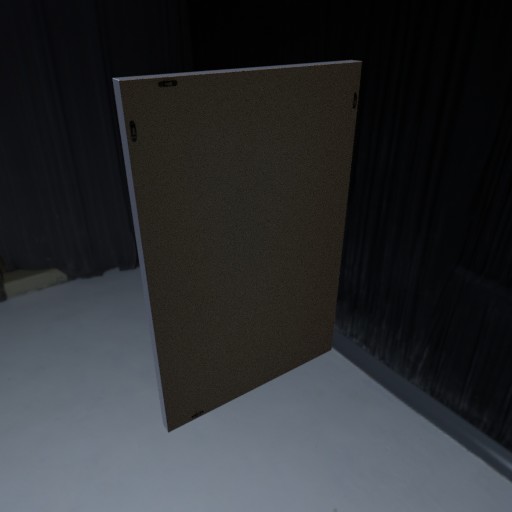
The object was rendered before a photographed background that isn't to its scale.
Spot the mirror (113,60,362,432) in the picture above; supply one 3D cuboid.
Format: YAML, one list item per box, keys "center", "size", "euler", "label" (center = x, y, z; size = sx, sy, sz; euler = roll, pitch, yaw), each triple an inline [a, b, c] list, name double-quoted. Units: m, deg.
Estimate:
- center: [0.000, 0.000, 1.168]
  size: [0.609, 0.915, 0.040]
  euler: [-18, 34, -30]
  label: "mirror"
